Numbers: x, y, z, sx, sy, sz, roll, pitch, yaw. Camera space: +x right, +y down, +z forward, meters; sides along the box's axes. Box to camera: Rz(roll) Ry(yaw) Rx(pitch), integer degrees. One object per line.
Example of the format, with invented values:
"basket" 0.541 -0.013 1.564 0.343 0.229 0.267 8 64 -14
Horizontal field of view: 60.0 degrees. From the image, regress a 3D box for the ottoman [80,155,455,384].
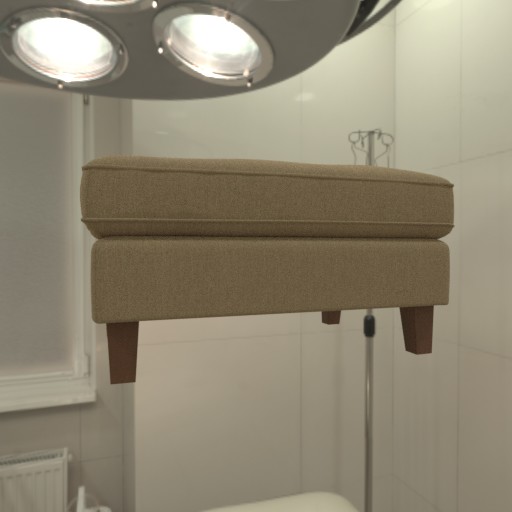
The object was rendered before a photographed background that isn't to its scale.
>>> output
"ottoman" 0.000 0.000 1.309 0.945 0.521 0.636 0 1 -19
